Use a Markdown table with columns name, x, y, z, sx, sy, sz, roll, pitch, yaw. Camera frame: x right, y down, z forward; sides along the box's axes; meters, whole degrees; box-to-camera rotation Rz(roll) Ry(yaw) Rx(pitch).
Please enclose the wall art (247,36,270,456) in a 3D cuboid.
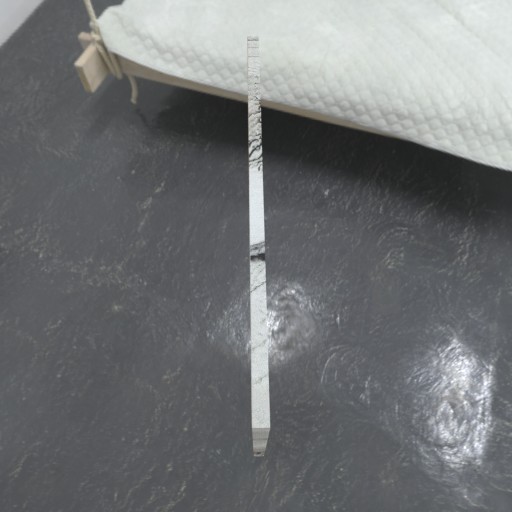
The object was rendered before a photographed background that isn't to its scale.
| name | x | y | z | sx | sy | sz | roll | pitch | yaw |
| --- | --- | --- | --- | --- | --- | --- | --- | --- | --- |
| wall art | 0.000 | 0.000 | 1.441 | 0.035 | 0.758 | 1.141 | -1 | 62 | 0 |
